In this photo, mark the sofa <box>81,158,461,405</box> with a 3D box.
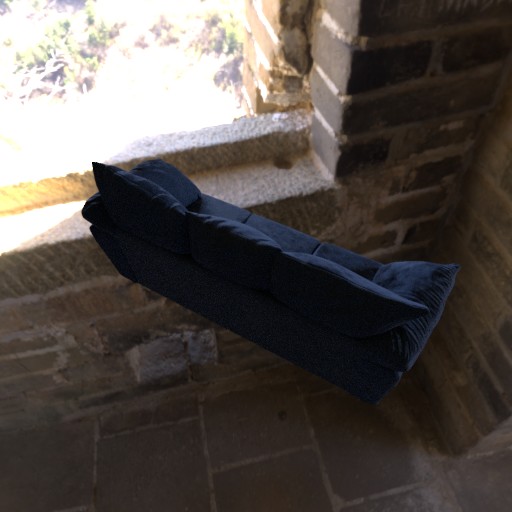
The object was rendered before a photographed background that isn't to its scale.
[{"bbox_3d":[0.000,0.000,2.979,2.390,1.091,0.907,24,51,20],"label":"sofa"}]
